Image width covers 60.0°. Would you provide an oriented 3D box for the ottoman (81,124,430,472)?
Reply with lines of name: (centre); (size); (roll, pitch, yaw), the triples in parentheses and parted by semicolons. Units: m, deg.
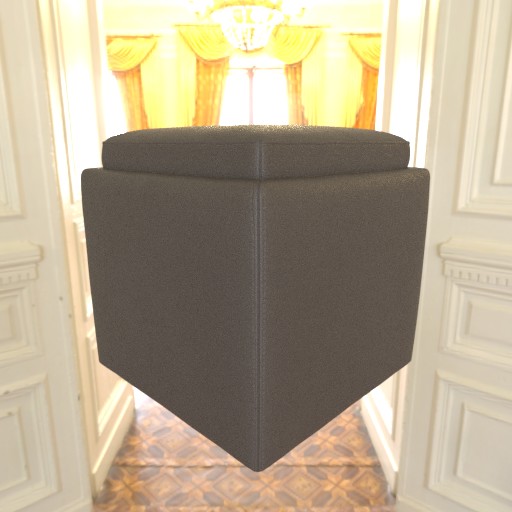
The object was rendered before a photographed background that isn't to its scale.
ottoman: (0.000, 0.000, 0.811); (0.451, 0.460, 0.450); (14, 20, 43)
